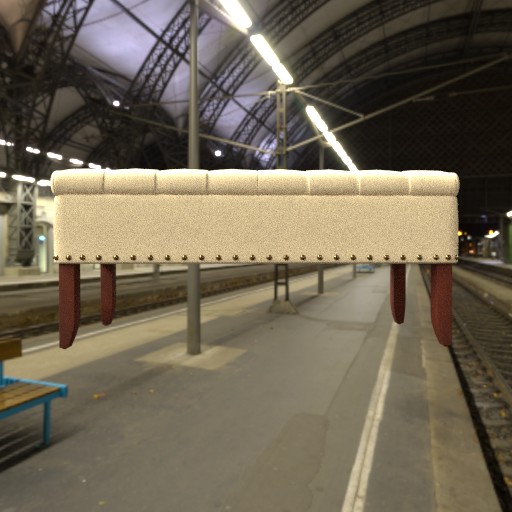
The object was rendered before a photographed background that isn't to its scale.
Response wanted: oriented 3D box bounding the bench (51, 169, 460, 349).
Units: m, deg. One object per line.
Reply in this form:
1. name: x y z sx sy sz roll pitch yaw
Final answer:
1. bench: 0.000 0.000 1.314 1.054 0.470 0.400 0 1 -2
